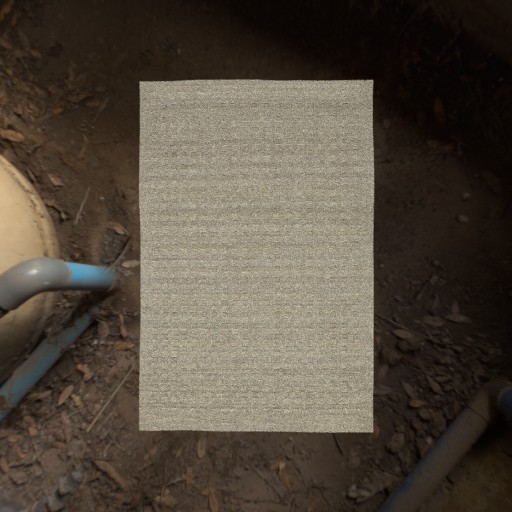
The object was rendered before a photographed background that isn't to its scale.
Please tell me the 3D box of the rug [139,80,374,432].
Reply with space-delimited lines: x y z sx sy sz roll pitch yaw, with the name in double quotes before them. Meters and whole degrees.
"rug" 0.000 0.000 2.895 1.532 0.018 2.297 0 90 1
